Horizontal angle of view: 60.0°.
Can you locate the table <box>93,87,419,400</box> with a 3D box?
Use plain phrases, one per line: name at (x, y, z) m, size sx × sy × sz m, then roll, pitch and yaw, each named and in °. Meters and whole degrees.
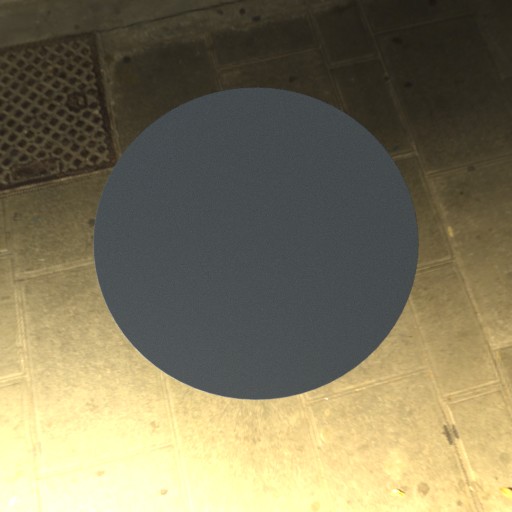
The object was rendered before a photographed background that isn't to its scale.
table at (0.000, 0.000, 1.016) m, size 0.600 × 0.405 × 0.600 m, roll 0°, pitch 76°, yaw 0°
